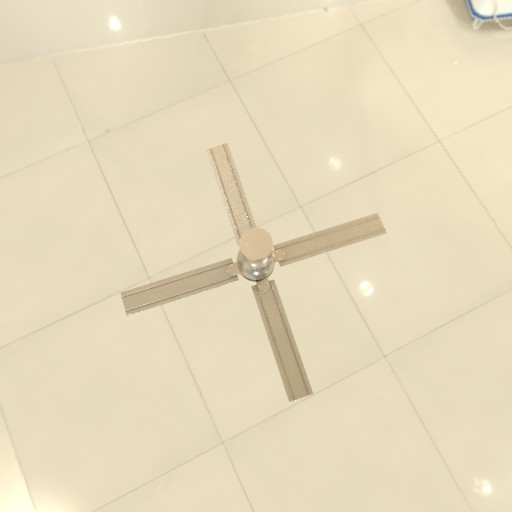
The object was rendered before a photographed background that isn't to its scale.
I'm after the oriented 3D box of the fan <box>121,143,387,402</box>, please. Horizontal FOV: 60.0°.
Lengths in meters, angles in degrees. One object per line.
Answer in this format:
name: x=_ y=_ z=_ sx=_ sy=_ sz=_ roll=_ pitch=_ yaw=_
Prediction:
fan: x=0.000 y=0.000 z=2.074 sx=1.346 sy=0.406 sz=1.346 roll=-19 pitch=76 yaw=-5
